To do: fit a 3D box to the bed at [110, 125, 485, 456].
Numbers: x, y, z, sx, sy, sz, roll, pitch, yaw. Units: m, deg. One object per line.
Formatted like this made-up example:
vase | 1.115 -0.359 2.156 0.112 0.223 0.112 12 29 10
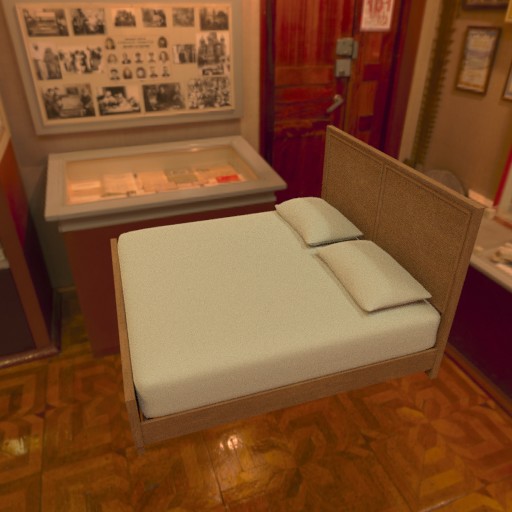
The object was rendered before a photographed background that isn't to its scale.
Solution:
bed | 0.000 0.000 3.489 2.184 1.387 2.003 -9 32 -15
